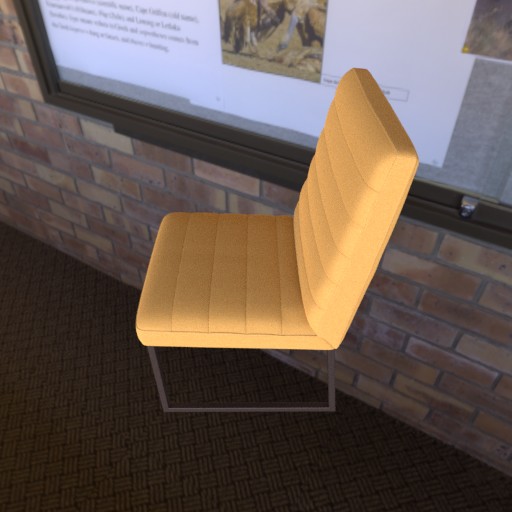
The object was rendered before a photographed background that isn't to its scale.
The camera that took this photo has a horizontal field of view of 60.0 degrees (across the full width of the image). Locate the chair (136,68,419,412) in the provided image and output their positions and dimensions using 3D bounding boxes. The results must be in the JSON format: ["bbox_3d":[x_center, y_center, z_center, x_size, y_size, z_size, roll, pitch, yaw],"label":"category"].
[{"bbox_3d":[0.000,0.000,1.305,0.634,0.930,0.520,0,41,0],"label":"chair"}]
